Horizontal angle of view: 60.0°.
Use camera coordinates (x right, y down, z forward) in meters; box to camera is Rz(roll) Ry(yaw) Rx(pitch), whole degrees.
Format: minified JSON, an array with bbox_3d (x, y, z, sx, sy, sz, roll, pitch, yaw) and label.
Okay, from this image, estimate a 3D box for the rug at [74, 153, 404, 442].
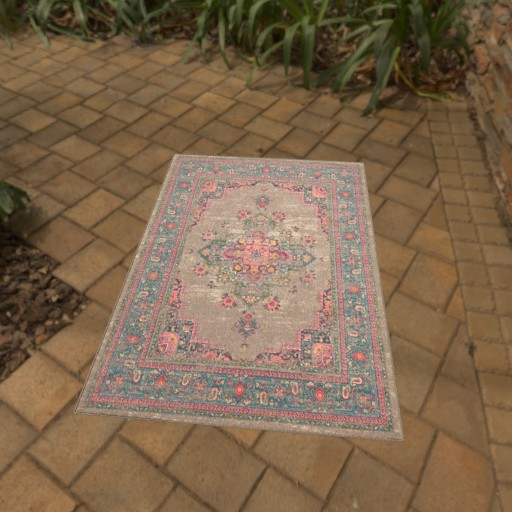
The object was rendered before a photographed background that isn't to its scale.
[{"bbox_3d":[0.000,0.000,3.665,2.005,0.013,2.890,4,46,3],"label":"rug"}]
